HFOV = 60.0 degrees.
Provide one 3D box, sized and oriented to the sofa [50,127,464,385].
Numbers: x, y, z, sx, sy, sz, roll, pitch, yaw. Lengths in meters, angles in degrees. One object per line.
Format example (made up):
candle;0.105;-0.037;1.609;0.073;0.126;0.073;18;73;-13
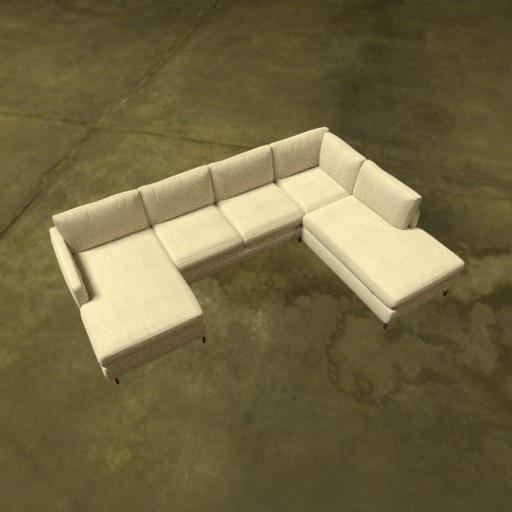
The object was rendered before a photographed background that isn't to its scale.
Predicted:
sofa;0.000;0.000;3.527;2.737;0.756;1.879;-23;50;-21
